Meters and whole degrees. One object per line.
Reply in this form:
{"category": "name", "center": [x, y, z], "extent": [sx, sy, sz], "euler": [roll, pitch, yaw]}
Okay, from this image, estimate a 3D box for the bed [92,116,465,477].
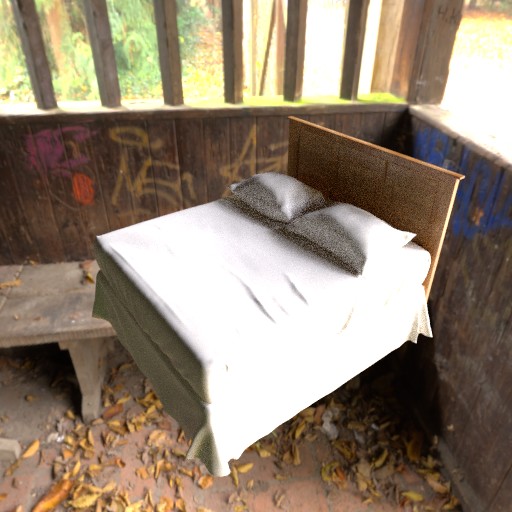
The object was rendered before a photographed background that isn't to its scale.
{"category": "bed", "center": [0.000, 0.000, 3.145], "extent": [2.035, 1.273, 1.870], "euler": [-22, 39, -30]}
